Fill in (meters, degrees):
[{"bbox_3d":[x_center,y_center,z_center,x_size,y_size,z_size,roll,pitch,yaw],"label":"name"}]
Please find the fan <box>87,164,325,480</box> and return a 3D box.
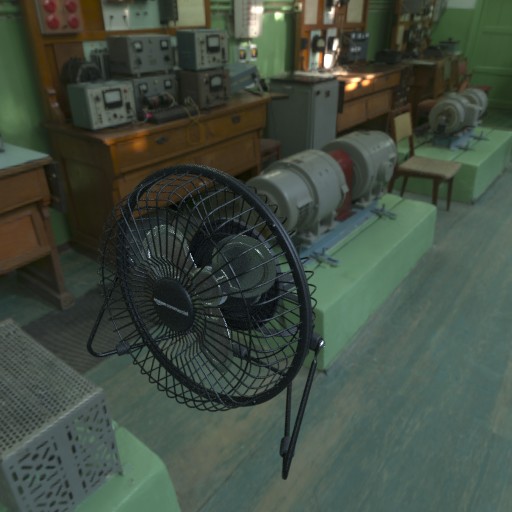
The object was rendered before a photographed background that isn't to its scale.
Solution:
[{"bbox_3d":[0.000,0.000,0.377,0.209,0.188,0.227,20,35,31],"label":"fan"}]
